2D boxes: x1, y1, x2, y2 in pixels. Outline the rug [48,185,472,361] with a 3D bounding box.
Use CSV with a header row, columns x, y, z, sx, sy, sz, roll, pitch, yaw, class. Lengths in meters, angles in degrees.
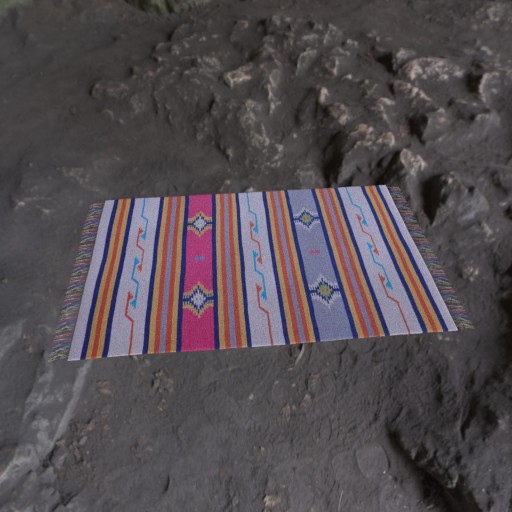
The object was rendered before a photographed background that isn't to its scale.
x,y,z,sx,sy,sz,roll,pitch,yaw,class
0.000,0.000,2.278,1.849,0.013,1.084,-4,45,-4,rug
